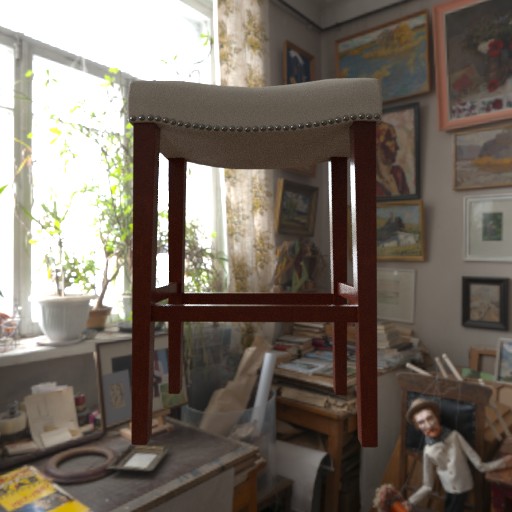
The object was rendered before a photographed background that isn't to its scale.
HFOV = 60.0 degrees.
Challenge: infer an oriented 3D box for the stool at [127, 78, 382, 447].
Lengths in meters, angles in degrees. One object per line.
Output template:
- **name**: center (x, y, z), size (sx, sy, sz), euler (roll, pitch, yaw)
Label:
- **stool**: center (0.000, 0.000, 1.043), size (0.504, 0.742, 0.372), euler (0, 0, 1)
